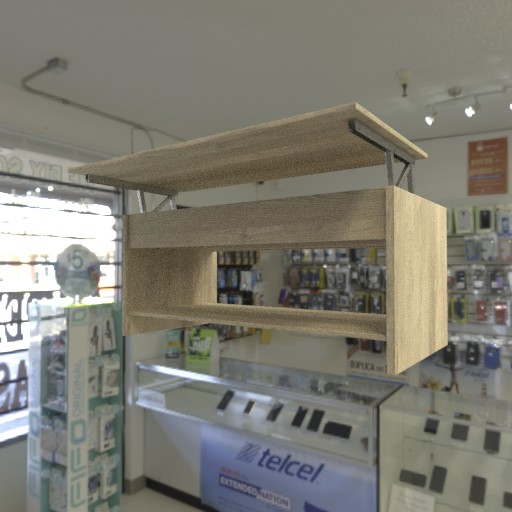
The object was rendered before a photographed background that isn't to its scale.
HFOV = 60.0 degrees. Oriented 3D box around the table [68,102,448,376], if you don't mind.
[{"bbox_3d":[0.000,0.000,1.432,1.000,0.570,0.712,-1,-2,36],"label":"table"}]
